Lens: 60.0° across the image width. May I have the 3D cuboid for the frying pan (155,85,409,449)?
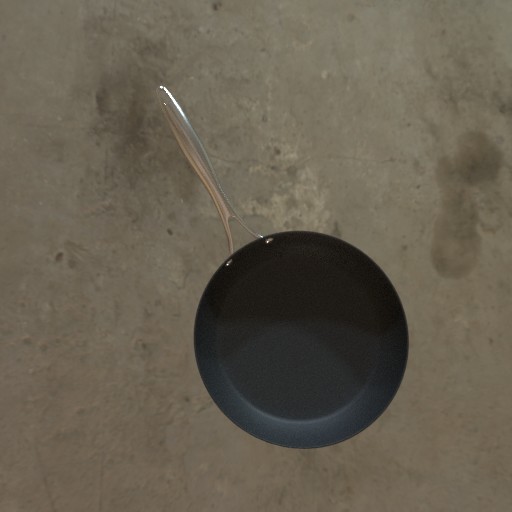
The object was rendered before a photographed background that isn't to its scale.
[{"bbox_3d":[0.000,0.000,0.547,0.255,0.105,0.472,-29,78,-7],"label":"frying pan"}]
